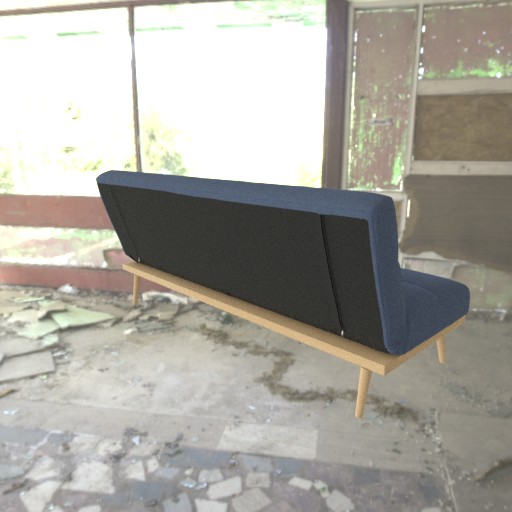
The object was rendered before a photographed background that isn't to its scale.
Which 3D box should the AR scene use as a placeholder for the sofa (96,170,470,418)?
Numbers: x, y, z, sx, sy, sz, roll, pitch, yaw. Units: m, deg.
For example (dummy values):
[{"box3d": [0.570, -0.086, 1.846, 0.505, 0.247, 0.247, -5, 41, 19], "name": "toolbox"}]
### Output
[{"box3d": [0.000, 0.000, 2.197, 0.796, 0.800, 1.800, -13, 19, -42], "name": "sofa"}]
